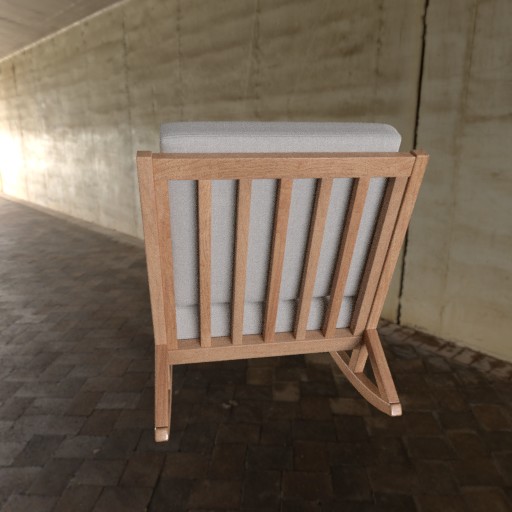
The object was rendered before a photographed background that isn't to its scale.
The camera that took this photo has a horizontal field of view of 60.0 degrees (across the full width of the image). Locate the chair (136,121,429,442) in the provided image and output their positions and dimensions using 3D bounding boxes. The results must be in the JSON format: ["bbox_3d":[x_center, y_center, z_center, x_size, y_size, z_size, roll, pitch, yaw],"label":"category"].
[{"bbox_3d":[0.000,0.000,1.405,0.622,0.790,0.857,-2,15,-9],"label":"chair"}]
